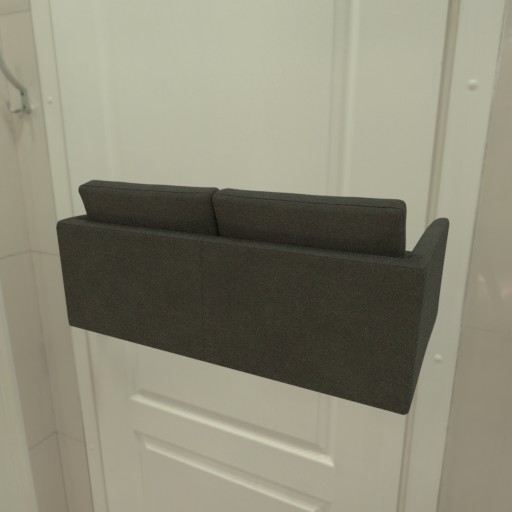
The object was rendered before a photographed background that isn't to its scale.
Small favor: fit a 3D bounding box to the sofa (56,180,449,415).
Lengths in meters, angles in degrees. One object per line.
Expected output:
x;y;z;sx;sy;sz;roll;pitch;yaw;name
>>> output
0.000;0.000;2.502;1.909;0.845;1.091;8;17;26;sofa
